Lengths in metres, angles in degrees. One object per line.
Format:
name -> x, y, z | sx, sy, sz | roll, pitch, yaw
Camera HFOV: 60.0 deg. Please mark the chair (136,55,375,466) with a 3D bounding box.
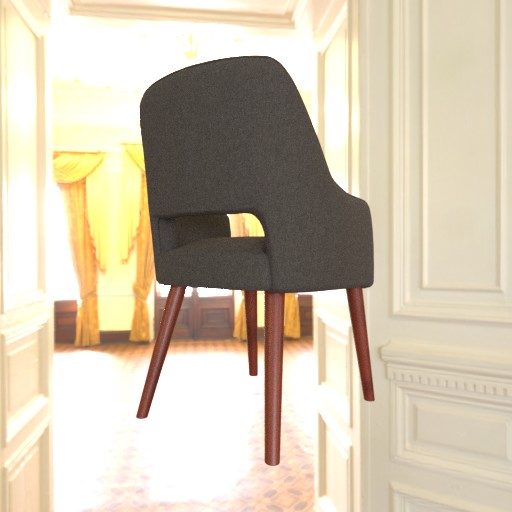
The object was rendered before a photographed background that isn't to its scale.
chair -> 0.000, 0.000, 1.201 | 0.559, 0.838, 0.560 | 0, 1, 37
